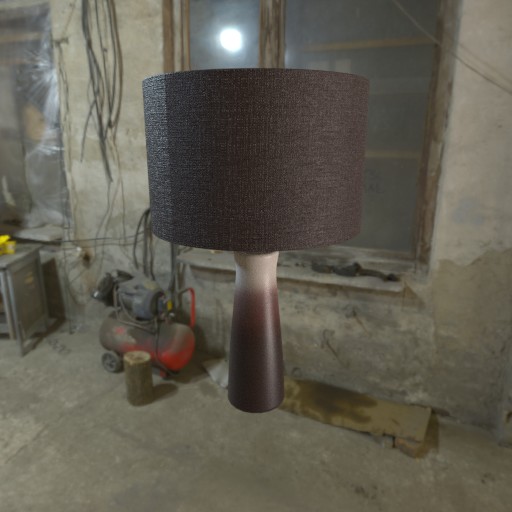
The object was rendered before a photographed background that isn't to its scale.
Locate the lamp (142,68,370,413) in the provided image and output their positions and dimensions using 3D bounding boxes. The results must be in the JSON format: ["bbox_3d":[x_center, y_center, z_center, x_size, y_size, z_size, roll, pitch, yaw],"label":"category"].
[{"bbox_3d":[0.000,0.000,0.671,0.303,0.488,0.303,0,15,0],"label":"lamp"}]
